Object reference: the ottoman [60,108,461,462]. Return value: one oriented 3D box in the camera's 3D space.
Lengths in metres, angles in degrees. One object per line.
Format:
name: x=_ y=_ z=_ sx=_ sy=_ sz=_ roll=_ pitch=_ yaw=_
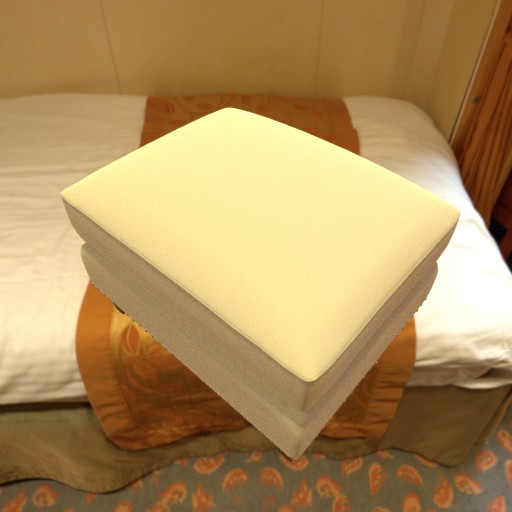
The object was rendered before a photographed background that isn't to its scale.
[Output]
ottoman: x=0.000 y=0.000 z=1.128 sx=0.741 sy=0.513 sz=0.584 roll=32 pitch=54 yaw=28
